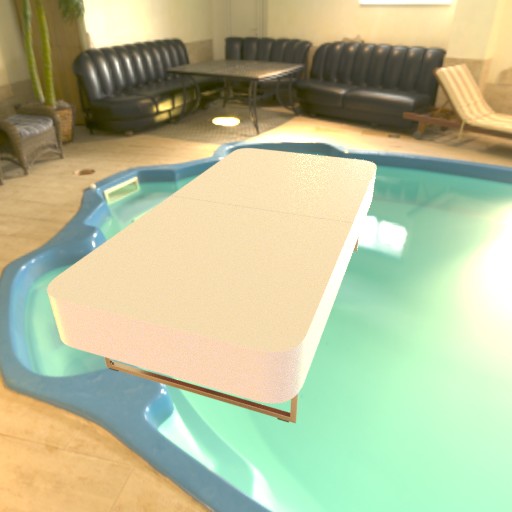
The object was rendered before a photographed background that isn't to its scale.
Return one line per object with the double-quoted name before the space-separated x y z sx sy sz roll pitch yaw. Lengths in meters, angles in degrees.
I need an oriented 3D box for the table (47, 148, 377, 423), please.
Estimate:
"table" 0.000 0.000 1.457 0.600 0.340 1.200 11 32 18
